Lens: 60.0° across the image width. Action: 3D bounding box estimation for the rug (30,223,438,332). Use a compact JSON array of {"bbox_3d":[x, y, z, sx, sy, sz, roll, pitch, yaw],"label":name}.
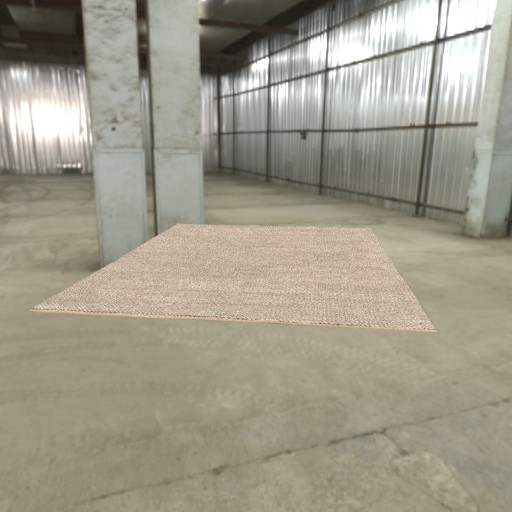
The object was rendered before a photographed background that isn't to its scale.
[{"bbox_3d":[0.000,0.000,4.045,2.429,0.030,3.052,2,14,7],"label":"rug"}]
